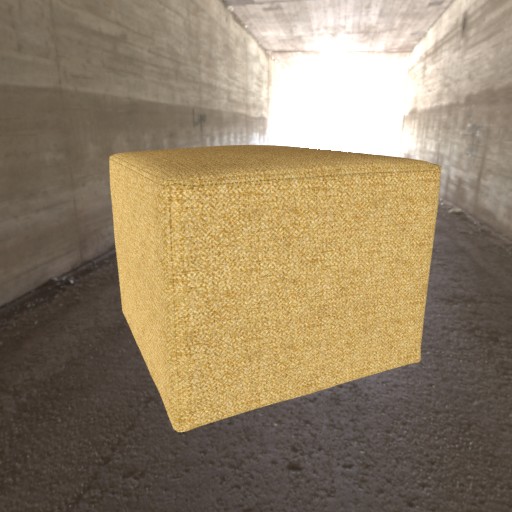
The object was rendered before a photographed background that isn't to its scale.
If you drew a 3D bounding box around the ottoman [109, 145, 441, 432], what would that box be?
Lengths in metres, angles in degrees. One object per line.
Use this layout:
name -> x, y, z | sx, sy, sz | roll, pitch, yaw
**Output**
ottoman -> 0.000, 0.000, 0.931 | 0.505, 0.441, 0.512 | -8, 19, -24
